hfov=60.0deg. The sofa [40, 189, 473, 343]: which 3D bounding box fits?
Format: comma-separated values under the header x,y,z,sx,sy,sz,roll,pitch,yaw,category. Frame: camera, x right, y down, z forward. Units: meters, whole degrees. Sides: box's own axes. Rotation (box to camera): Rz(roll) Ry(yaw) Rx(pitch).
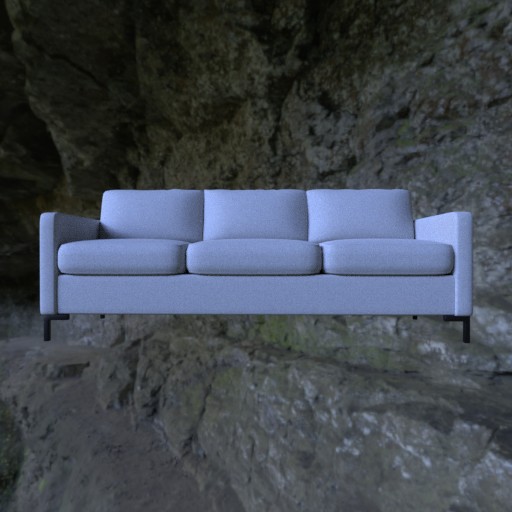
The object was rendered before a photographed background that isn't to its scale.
x,y,z,sx,sy,sz,roll,pitch,yaw,category
0.000,0.000,2.656,2.218,0.874,0.859,0,1,1,sofa
